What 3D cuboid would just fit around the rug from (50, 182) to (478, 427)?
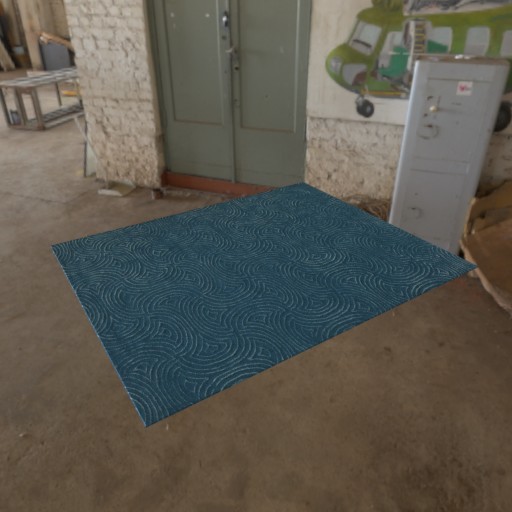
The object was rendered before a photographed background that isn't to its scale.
[{"bbox_3d":[0.000,0.000,4.011,3.033,0.012,2.432,-18,35,-28],"label":"rug"}]
